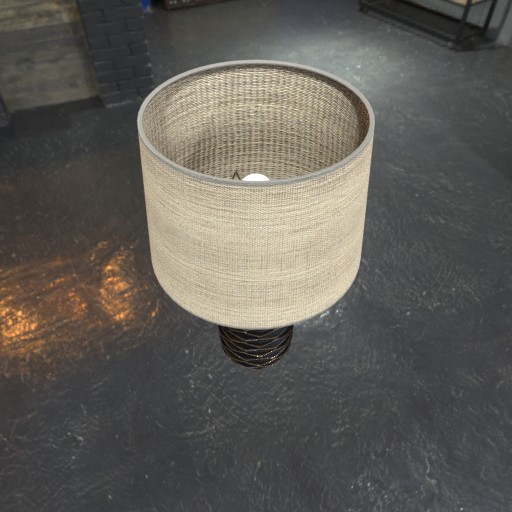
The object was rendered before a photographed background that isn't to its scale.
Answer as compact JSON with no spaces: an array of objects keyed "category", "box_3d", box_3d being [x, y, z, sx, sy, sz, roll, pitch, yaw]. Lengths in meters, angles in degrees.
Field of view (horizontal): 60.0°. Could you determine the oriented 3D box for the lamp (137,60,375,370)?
[{"category":"lamp","box_3d":[0.000,0.000,0.832,0.376,0.594,0.376,0,47,0]}]
